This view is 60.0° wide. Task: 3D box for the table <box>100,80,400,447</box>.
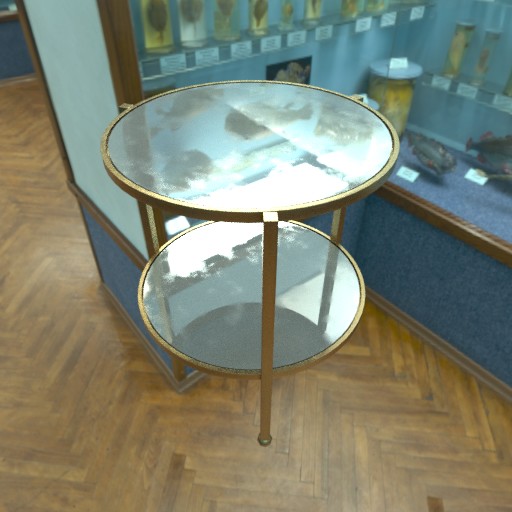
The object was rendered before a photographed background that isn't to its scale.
[{"bbox_3d":[0.000,0.000,0.443,0.243,0.269,0.231,-25,46,-27],"label":"table"}]
